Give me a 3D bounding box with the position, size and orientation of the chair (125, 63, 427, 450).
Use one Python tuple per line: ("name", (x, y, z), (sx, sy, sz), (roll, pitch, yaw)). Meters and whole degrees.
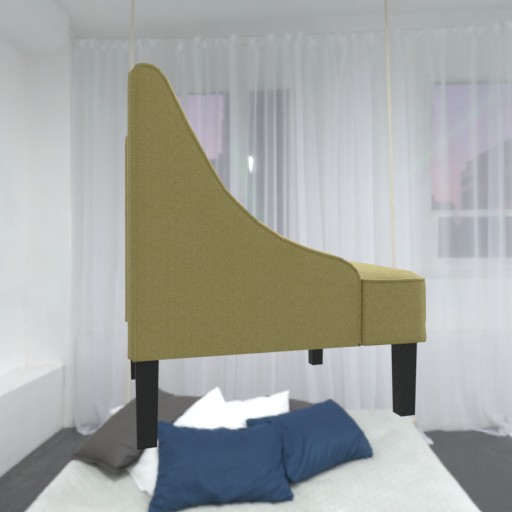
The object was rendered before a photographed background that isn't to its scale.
("chair", (0.000, 0.000, 1.446), (0.814, 0.896, 0.696), (0, 0, -17))
